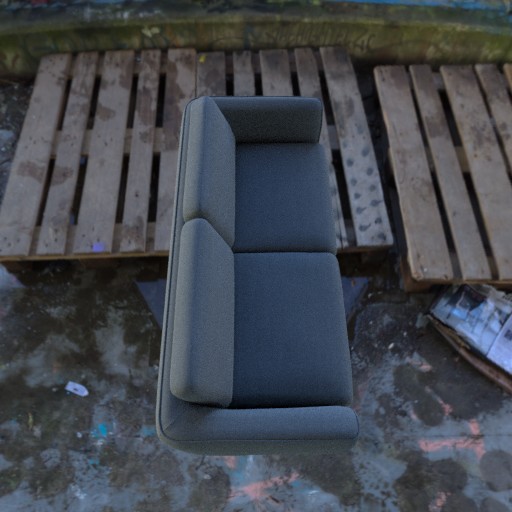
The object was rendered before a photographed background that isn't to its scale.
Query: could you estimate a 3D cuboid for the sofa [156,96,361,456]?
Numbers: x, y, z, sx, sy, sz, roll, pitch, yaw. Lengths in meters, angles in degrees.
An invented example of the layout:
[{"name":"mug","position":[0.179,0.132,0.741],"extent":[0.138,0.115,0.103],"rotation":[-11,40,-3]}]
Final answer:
[{"name":"sofa","position":[0.000,0.000,2.437],"extent":[0.920,0.850,2.000],"rotation":[-1,62,0]}]
